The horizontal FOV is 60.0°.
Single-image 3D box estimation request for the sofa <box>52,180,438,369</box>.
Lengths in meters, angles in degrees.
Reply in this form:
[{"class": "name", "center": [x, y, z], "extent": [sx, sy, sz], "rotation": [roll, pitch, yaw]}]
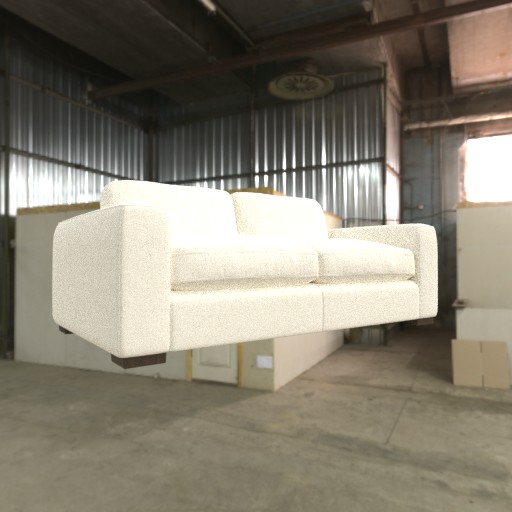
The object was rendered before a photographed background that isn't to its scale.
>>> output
[{"class": "sofa", "center": [0.000, 0.000, 2.482], "extent": [1.920, 0.801, 1.069], "rotation": [0, 0, -36]}]
